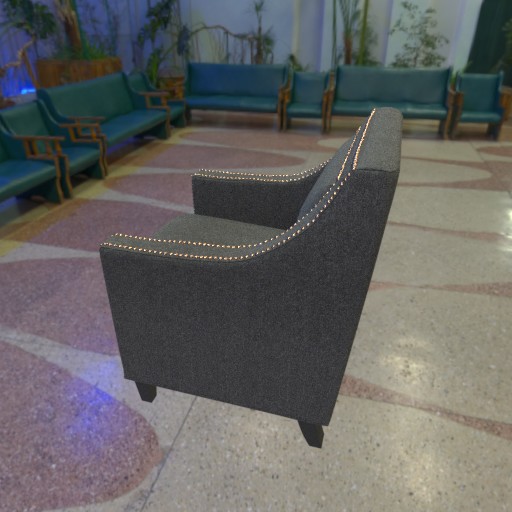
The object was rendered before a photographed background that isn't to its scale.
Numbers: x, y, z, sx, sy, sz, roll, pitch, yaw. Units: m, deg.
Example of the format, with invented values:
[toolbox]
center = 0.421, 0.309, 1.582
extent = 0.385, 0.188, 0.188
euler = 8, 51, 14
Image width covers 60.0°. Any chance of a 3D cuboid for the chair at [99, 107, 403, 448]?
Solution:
[chair]
center = 0.000, 0.000, 1.622
extent = 0.884, 0.967, 0.776
euler = 8, 30, 15
